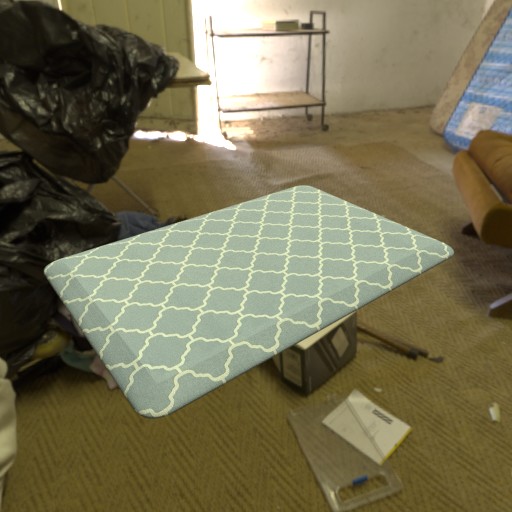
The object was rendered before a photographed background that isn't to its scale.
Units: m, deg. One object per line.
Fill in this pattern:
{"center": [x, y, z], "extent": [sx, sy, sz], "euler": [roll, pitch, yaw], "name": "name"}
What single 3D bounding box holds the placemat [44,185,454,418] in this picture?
{"center": [0.000, 0.000, 0.957], "extent": [0.762, 0.021, 0.508], "euler": [-22, 37, -32], "name": "placemat"}
